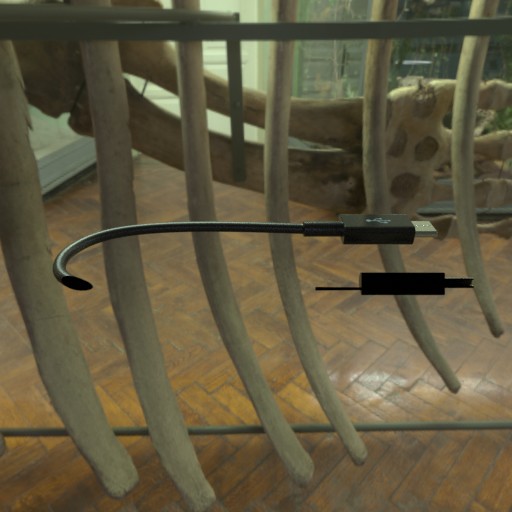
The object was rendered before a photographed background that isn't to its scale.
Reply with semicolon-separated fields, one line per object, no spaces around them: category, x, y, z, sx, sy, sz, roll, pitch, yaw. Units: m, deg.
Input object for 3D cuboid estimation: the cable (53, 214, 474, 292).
cable;0.000;0.000;0.111;0.098;0.006;0.040;0;30;0
